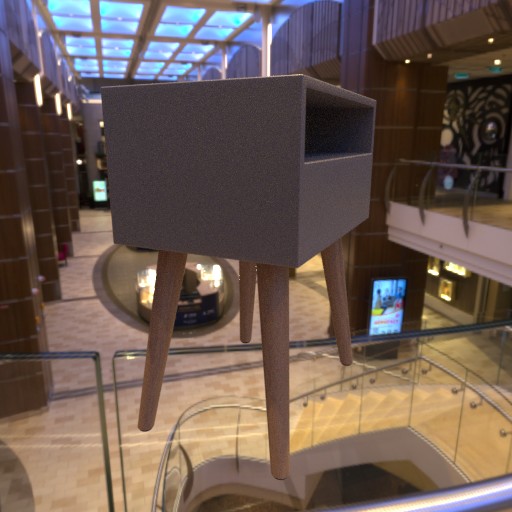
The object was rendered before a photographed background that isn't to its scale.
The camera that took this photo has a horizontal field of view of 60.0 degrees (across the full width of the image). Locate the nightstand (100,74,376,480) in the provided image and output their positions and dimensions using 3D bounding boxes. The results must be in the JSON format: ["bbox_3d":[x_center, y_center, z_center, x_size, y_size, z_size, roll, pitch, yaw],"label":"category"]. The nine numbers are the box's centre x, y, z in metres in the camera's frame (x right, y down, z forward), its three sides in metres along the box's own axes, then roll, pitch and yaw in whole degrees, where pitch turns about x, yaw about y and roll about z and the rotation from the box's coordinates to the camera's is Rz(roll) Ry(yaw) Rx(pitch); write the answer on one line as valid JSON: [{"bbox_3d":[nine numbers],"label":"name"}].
[{"bbox_3d":[0.000,0.000,0.740,0.288,0.508,0.370,7,17,25],"label":"nightstand"}]
